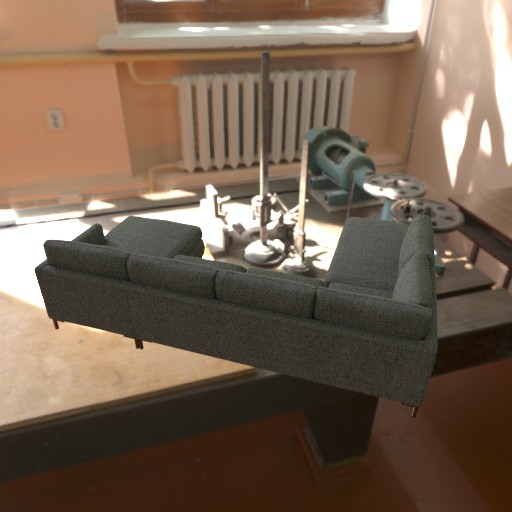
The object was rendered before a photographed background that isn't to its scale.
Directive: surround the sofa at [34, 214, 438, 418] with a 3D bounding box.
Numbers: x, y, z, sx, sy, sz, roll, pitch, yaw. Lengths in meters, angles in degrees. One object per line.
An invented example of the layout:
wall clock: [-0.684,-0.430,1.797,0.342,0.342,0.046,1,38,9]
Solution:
sofa: [0.000,0.000,3.598,2.737,0.756,1.879,10,33,15]
